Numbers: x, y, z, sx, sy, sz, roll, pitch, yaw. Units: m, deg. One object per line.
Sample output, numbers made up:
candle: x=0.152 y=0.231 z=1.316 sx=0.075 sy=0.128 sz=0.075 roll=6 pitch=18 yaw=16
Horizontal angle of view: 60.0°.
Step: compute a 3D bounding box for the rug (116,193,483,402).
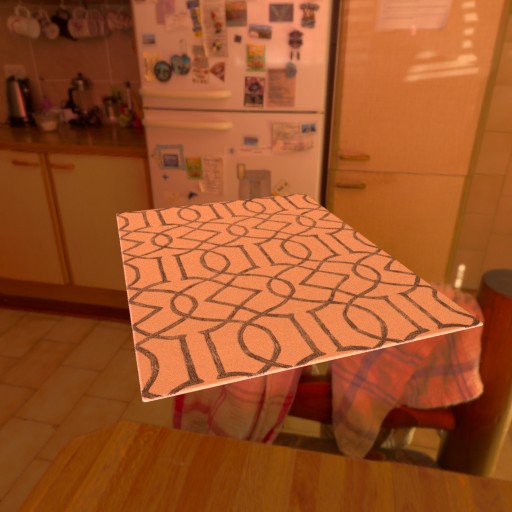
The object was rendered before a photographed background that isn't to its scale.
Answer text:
rug: x=0.000 y=0.000 z=3.859 sx=2.211 sy=0.021 sz=2.910 roll=-8 pitch=27 yaw=-16
